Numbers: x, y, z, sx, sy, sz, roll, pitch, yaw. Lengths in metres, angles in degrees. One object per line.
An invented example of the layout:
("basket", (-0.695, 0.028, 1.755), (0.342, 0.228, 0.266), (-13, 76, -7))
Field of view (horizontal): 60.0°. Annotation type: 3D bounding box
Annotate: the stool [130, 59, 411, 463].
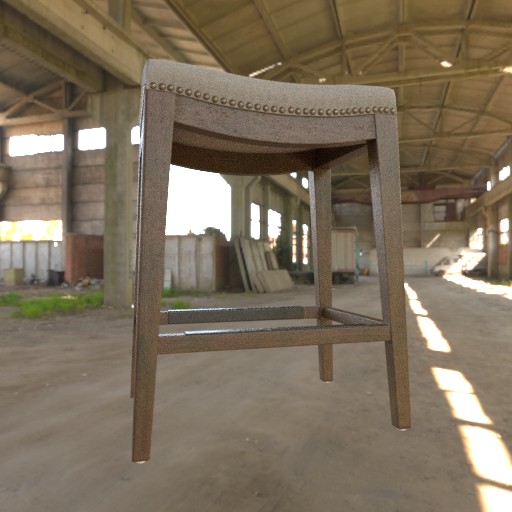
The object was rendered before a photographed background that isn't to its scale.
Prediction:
("stool", (0.000, 0.000, 0.937), (0.508, 0.660, 0.356), (0, 0, -16))
